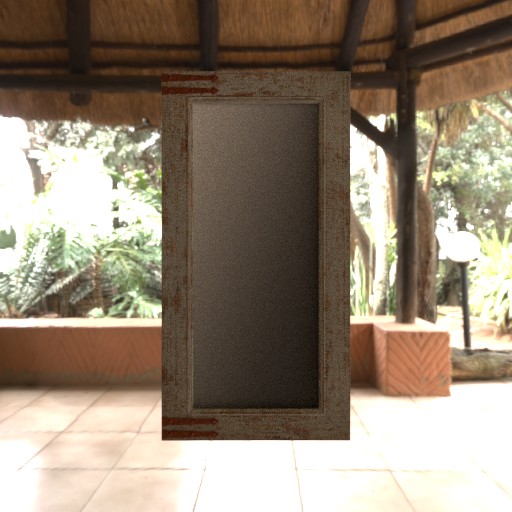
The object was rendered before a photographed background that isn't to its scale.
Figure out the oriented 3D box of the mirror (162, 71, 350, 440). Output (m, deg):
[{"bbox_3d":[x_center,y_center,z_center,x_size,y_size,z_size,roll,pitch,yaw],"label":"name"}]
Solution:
[{"bbox_3d":[0.000,0.000,1.116,0.472,0.922,0.027,0,0,0],"label":"mirror"}]
